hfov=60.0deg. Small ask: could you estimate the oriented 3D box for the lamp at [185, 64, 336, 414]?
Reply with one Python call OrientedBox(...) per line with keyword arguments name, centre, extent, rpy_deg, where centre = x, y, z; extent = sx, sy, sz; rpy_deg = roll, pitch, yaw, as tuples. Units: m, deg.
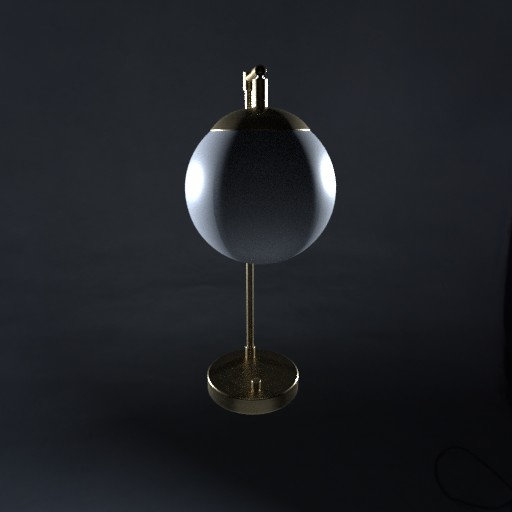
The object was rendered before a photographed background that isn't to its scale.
OrientedBox(name="lamp", centre=(0.000, 0.000, 0.708), extent=(0.207, 0.559, 0.324), rpy_deg=(-2, 18, -6))
